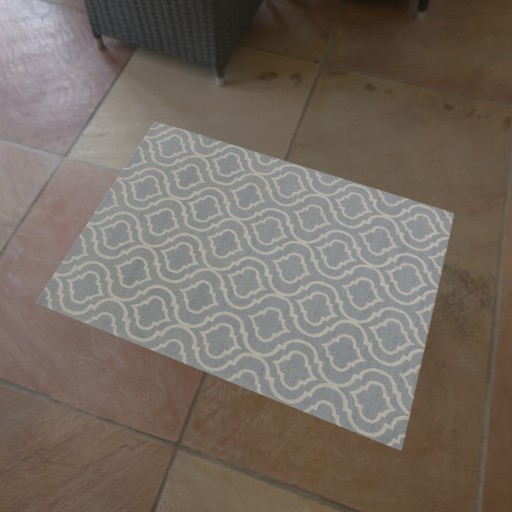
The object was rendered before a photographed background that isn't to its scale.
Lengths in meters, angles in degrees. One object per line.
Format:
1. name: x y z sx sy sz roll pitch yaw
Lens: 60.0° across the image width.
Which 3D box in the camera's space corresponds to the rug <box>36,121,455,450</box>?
1. rug: 0.000 0.000 2.615 2.080 0.010 1.451 19 65 10
